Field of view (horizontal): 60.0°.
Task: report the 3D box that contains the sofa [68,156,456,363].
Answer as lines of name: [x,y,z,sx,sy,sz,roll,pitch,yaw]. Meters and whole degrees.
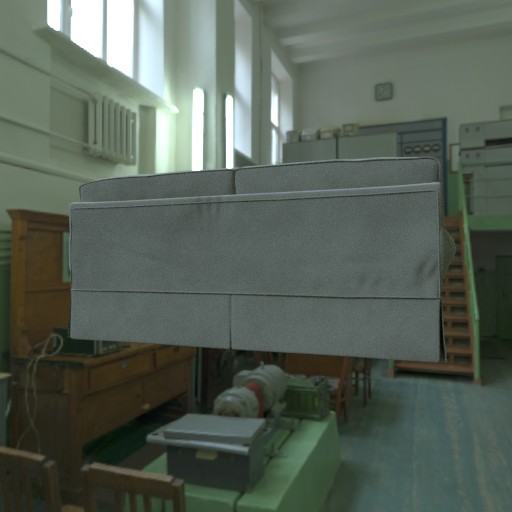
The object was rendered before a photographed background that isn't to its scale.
sofa: [0.000,0.000,2.765,2.246,1.014,0.900,0,-1,19]
